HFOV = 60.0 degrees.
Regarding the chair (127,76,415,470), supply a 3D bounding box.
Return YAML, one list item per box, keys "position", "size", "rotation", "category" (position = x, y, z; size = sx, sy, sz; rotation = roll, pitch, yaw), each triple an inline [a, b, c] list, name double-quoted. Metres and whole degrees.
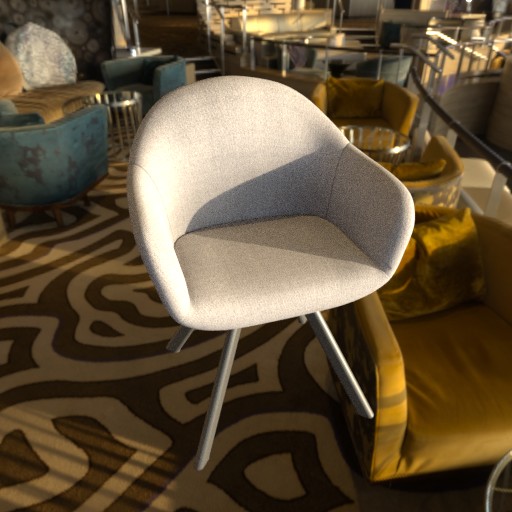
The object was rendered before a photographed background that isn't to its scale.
- position: [0.000, 0.000, 1.140]
  size: [0.590, 0.795, 0.550]
  rotation: [-10, 33, -16]
  category: "chair"
